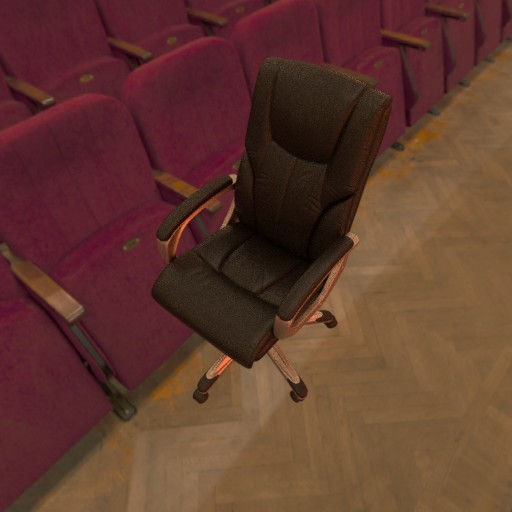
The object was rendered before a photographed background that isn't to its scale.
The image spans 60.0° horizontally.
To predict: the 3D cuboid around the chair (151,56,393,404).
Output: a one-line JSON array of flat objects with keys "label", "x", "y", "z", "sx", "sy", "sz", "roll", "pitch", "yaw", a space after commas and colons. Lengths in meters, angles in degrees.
[{"label": "chair", "x": 0.000, "y": 0.000, "z": 1.633, "sx": 0.700, "sy": 1.145, "sz": 0.780, "roll": 31, "pitch": 54, "yaw": 26}]
